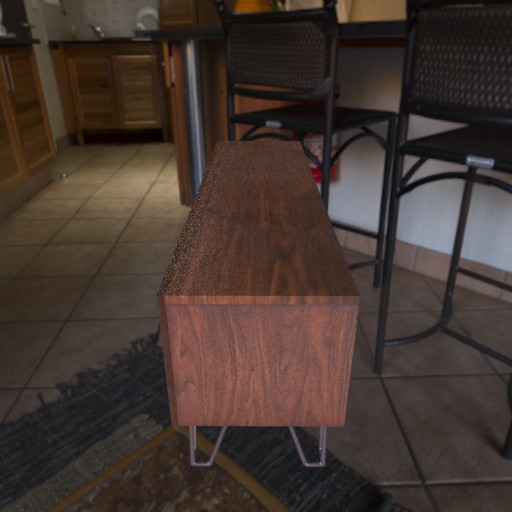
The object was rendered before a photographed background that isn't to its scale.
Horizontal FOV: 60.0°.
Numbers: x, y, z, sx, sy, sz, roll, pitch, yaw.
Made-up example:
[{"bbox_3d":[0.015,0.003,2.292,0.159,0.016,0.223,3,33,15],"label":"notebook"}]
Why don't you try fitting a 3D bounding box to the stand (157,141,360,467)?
[{"bbox_3d":[0.000,0.000,1.860,0.481,0.610,1.626,0,26,0],"label":"stand"}]
